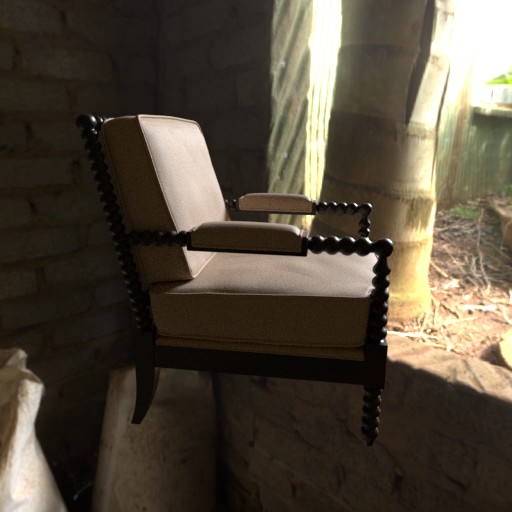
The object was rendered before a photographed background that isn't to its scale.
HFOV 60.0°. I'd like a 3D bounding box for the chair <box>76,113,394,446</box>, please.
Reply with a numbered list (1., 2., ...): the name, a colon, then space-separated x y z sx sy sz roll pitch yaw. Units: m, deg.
1. chair: 0.000 0.000 1.165 0.657 0.703 0.555 2 15 9
